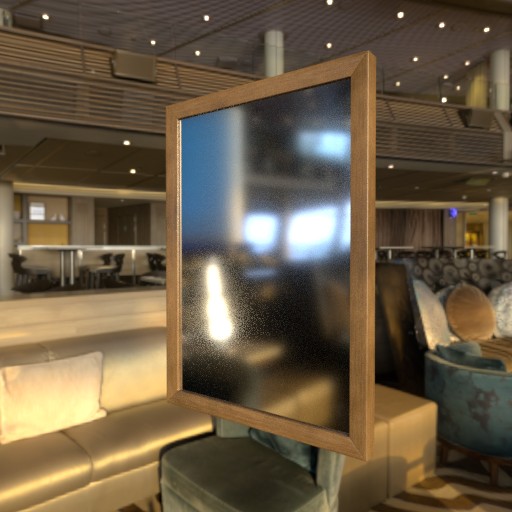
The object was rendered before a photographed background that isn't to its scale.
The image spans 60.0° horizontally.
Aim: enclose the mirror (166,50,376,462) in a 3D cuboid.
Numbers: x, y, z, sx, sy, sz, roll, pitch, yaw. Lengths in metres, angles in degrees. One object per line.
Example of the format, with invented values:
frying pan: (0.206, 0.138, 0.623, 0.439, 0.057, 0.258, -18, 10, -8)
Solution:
mirror: (0.000, 0.000, 0.930, 0.507, 0.710, 0.040, 1, 1, 36)
